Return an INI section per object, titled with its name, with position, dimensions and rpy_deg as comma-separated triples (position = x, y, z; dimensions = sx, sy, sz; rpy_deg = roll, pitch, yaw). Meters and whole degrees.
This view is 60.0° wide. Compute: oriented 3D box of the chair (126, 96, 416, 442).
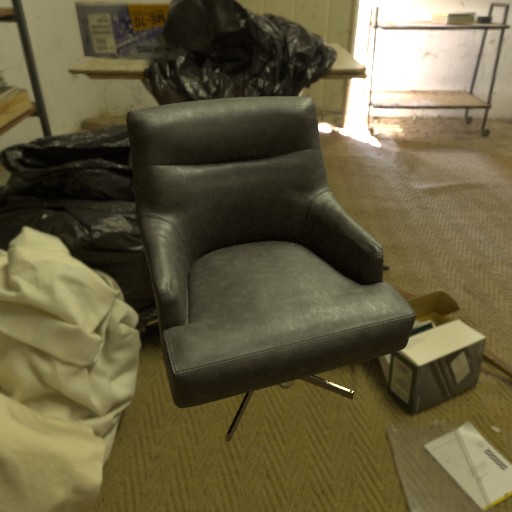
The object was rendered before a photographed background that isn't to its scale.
[chair]
position = 0.000, 0.000, 1.511
dimensions = 0.738, 0.870, 0.874
rpy_deg = -10, 33, -16
